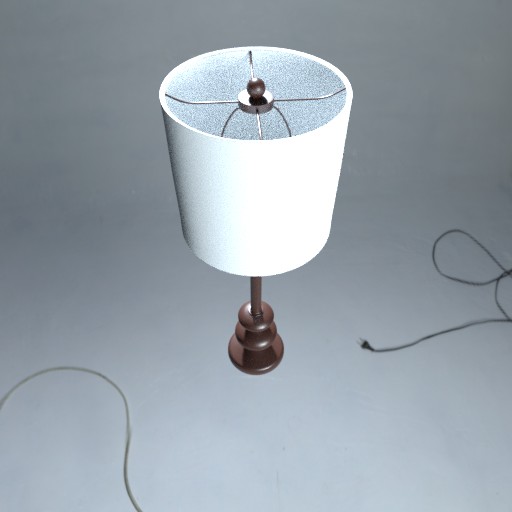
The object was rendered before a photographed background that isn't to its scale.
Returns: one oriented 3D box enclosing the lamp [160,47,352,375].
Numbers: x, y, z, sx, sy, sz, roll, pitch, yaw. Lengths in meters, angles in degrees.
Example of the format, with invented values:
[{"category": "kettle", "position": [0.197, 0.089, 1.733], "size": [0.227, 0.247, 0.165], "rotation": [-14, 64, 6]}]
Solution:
[{"category": "lamp", "position": [0.000, 0.000, 0.833], "size": [0.254, 0.690, 0.254], "rotation": [-3, 48, -3]}]
